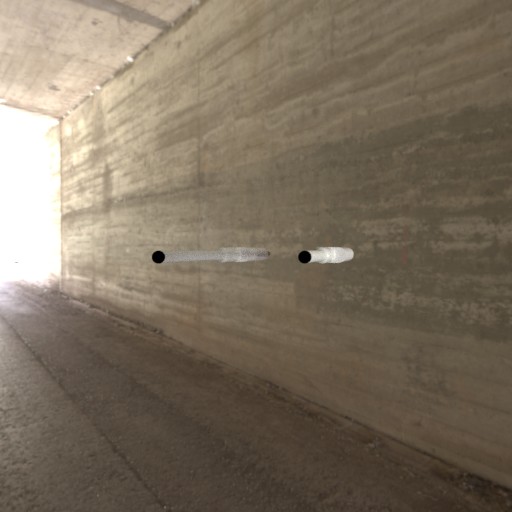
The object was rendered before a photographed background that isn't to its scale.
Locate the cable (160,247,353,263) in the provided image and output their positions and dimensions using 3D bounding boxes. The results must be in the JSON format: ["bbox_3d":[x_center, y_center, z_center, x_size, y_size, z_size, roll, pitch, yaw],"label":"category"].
[{"bbox_3d":[0.000,0.000,0.115,0.041,0.005,0.098,0,1,18],"label":"cable"}]
